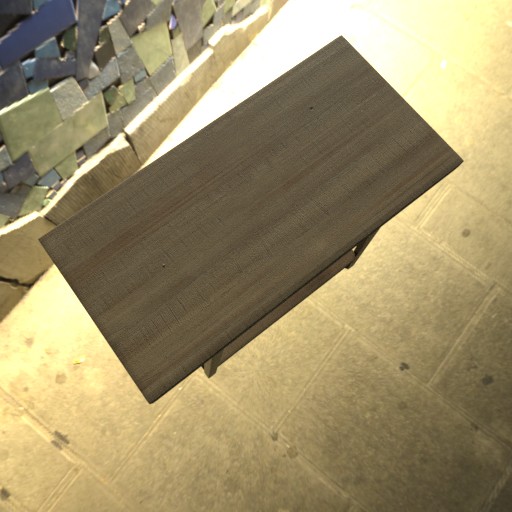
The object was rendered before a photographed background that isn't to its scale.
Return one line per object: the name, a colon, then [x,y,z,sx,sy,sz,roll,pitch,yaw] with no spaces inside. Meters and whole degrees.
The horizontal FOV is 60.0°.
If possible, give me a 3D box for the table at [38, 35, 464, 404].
table: [0.000,0.000,1.021,0.599,0.701,0.300,-37,78,-9]
